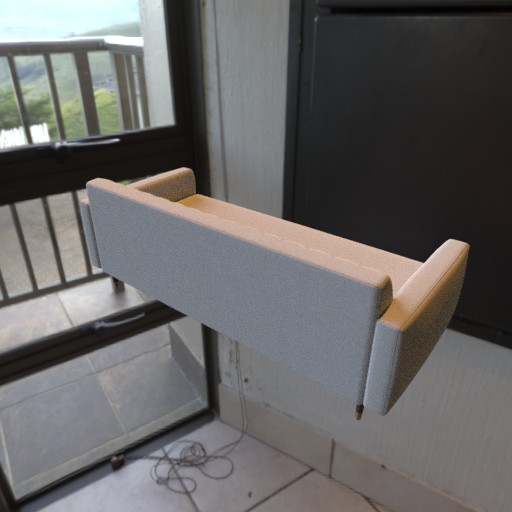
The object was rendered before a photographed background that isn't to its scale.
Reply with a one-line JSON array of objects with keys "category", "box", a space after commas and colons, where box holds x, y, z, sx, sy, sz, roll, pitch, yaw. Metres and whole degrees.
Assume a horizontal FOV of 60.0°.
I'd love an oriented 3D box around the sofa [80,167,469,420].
[{"category": "sofa", "box": [0.000, 0.000, 2.780, 2.291, 0.821, 0.990, 21, 35, 33]}]
